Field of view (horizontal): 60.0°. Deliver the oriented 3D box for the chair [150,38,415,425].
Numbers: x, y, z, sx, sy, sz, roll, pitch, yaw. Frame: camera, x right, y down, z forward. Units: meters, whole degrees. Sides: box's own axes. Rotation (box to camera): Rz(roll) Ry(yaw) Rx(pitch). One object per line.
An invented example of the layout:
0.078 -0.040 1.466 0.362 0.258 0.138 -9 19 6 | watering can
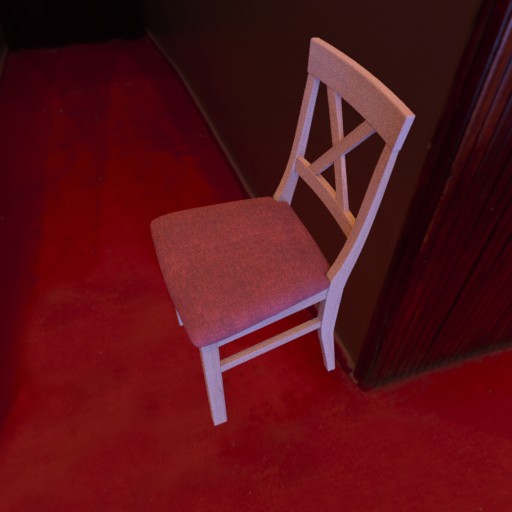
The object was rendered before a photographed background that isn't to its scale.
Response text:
0.000 0.000 1.171 0.492 0.912 0.439 -17 50 -15 | chair
